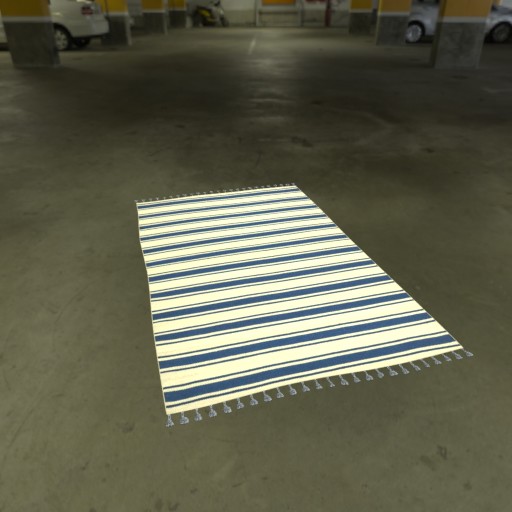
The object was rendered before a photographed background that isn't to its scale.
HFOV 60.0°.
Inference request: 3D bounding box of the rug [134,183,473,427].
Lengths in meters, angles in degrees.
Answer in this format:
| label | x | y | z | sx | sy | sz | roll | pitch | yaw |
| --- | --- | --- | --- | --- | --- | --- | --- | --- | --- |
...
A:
| label | x | y | z | sx | sy | sz | roll | pitch | yaw |
| --- | --- | --- | --- | --- | --- | --- | --- | --- | --- |
| rug | 0.000 | 0.000 | 2.529 | 1.248 | 0.009 | 2.108 | -8 | 31 | -14 |
